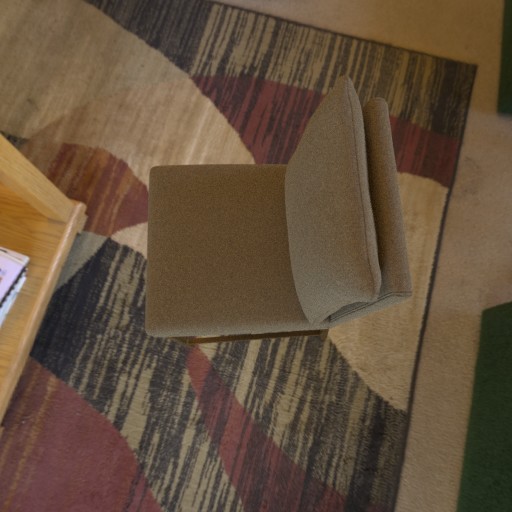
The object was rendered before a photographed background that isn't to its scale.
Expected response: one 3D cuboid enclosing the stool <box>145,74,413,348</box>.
[{"bbox_3d":[0.000,0.000,1.293,0.569,1.030,0.463,-2,75,-1],"label":"stool"}]
